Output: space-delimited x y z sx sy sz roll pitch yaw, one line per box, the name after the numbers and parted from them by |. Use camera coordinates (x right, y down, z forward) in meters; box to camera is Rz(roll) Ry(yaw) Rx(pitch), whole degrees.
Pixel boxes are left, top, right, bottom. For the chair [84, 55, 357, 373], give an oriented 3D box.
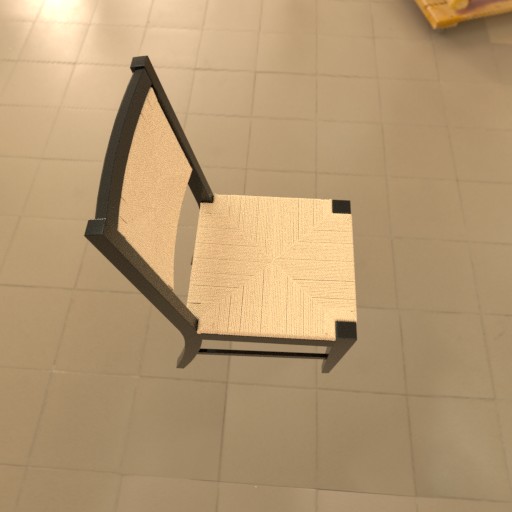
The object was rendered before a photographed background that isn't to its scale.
0.000 0.000 1.225 0.552 0.927 0.437 3 63 2 | chair
